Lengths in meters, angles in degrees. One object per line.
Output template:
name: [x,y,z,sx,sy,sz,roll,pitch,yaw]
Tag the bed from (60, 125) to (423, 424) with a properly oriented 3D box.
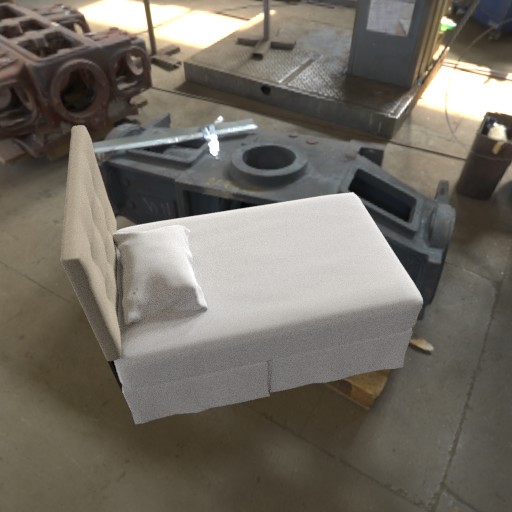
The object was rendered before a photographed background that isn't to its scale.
bed: [0.000,0.000,2.955,1.997,1.571,1.261,-10,47,-9]
